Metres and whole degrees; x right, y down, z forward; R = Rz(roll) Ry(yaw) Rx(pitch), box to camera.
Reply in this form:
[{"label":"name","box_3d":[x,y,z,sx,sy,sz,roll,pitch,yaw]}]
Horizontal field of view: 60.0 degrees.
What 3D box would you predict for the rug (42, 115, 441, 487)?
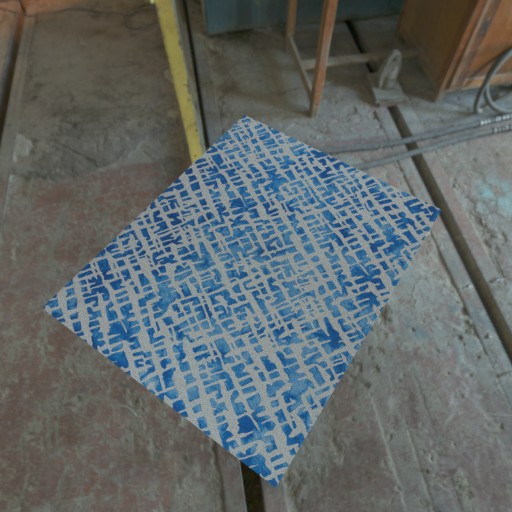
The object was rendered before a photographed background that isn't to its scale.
[{"label":"rug","box_3d":[0.000,0.000,4.130,2.435,0.007,3.007,31,63,18]}]
